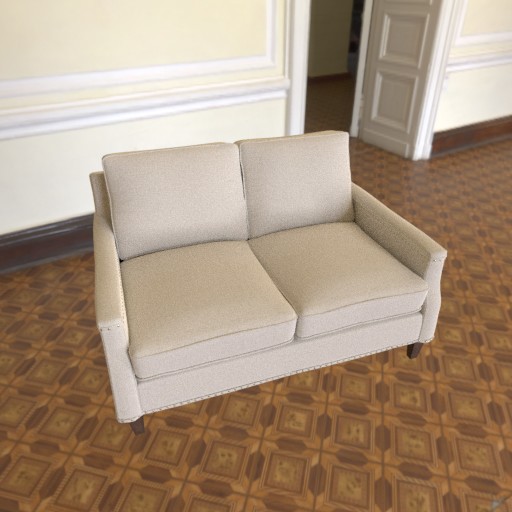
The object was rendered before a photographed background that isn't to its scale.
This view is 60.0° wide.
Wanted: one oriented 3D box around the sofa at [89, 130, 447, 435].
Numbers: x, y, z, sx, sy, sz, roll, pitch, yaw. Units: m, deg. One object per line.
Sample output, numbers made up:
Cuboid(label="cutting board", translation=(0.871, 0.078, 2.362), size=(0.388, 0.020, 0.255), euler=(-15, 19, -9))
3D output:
Cuboid(label="sofa", translation=(0.000, 0.000, 2.301), size=(1.597, 1.003, 1.084), euler=(-10, 34, -16))
